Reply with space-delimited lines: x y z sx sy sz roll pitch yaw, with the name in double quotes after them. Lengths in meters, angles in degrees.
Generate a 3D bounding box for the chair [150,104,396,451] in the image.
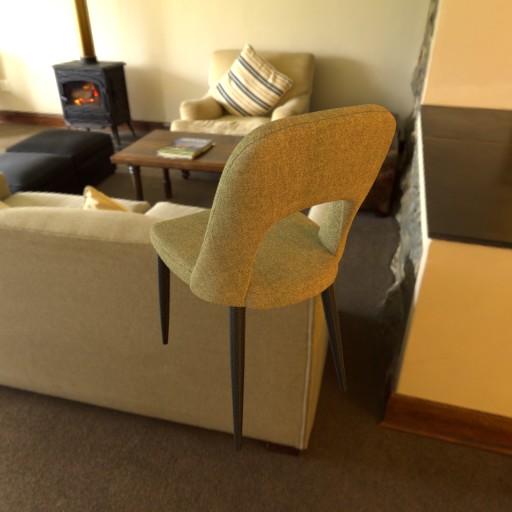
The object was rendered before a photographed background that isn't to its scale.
0.000 0.000 1.288 0.470 0.931 0.612 -18 35 -28 "chair"
